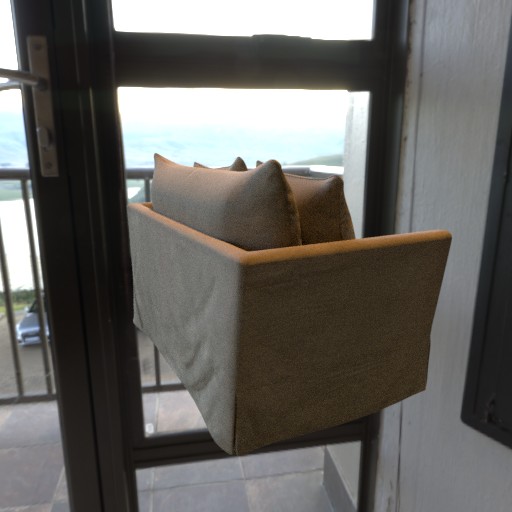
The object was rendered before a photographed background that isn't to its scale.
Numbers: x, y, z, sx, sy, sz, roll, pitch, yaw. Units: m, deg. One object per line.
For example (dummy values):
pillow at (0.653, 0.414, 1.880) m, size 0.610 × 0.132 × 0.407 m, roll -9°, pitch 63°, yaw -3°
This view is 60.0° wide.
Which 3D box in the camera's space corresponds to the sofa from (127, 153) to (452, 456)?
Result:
sofa at (0.000, 0.000, 2.315) m, size 1.035 × 1.040 × 1.608 m, roll -7°, pitch 15°, yaw -27°
